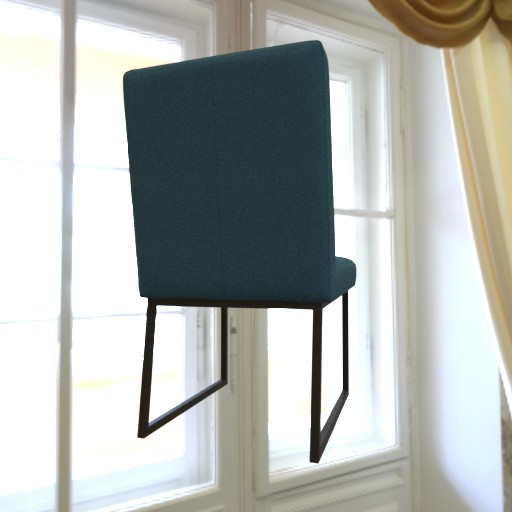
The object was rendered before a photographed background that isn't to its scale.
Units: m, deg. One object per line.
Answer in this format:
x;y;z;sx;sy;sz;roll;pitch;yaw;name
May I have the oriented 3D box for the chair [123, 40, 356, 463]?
0.000;0.000;1.301;0.520;0.930;0.634;-1;-2;19;chair
